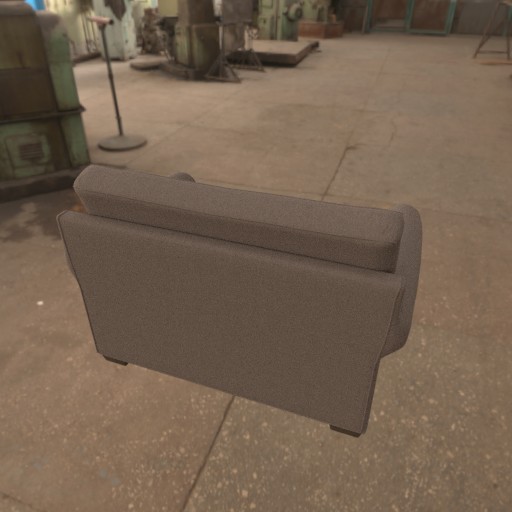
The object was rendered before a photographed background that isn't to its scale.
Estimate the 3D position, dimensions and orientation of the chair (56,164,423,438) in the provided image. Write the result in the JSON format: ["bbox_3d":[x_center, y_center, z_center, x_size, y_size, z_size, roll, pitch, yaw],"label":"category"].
[{"bbox_3d":[0.000,0.000,2.019,1.390,0.930,0.930,11,34,17],"label":"chair"}]
